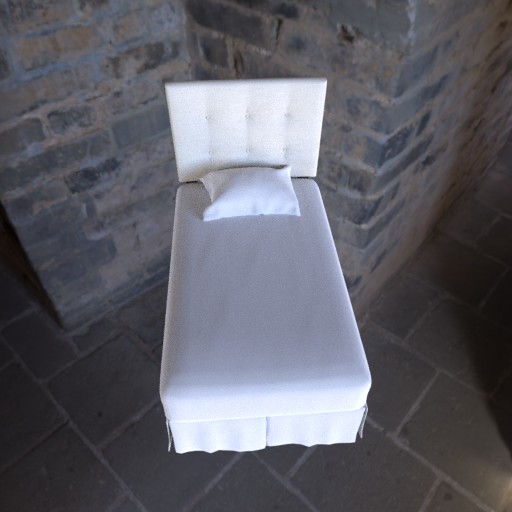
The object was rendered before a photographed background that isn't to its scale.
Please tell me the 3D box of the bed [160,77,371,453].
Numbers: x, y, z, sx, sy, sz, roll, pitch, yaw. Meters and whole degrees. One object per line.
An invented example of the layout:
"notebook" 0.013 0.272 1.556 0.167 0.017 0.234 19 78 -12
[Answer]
"bed" 0.000 0.000 2.991 1.261 1.571 1.997 -3 46 -3
